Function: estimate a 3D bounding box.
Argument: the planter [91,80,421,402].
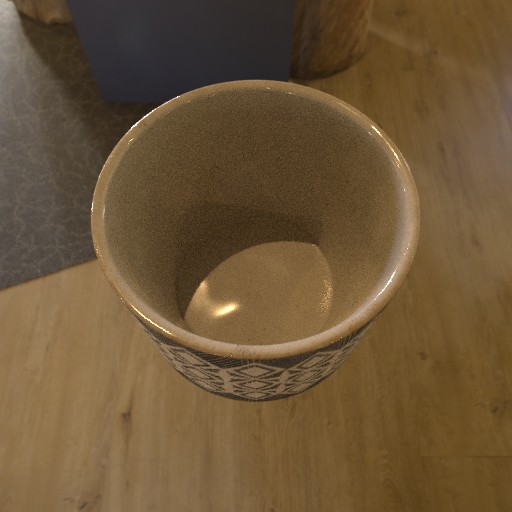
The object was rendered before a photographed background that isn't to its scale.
[{"bbox_3d":[0.000,0.000,0.218,0.126,0.104,0.126,0,63,0],"label":"planter"}]
